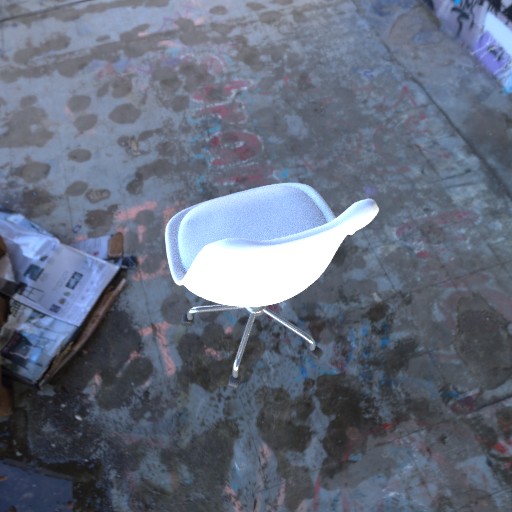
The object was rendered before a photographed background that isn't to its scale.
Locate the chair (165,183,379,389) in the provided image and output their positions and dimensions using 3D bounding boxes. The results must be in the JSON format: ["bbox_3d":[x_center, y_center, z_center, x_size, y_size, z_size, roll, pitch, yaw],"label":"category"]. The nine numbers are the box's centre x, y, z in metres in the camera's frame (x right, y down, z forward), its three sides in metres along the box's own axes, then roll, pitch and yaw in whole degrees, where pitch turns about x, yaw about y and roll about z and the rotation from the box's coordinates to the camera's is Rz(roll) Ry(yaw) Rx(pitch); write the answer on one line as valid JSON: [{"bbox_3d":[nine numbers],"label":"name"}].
[{"bbox_3d":[0.000,0.000,1.287,0.550,0.930,0.550,-16,60,-10],"label":"chair"}]
